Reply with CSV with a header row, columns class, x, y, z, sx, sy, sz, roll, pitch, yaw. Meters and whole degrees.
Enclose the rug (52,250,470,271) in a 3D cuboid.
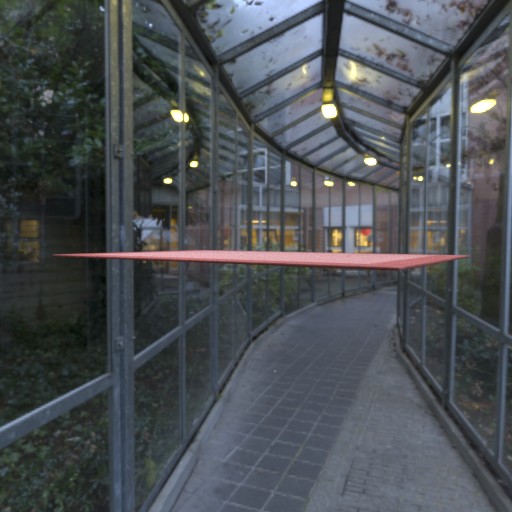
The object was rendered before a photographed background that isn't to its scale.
class,x,y,z,sx,sy,sz,roll,pitch,yaw
rug,0.000,0.000,3.049,2.438,0.014,1.524,2,3,35
